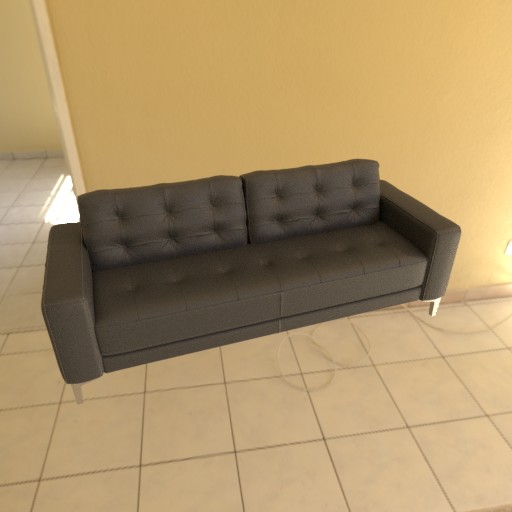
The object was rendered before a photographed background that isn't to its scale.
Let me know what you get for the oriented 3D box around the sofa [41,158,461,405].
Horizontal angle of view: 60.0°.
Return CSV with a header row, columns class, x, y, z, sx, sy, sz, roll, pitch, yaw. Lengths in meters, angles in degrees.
class,x,y,z,sx,sy,sz,roll,pitch,yaw
sofa,0.000,0.000,2.645,2.275,0.893,0.833,-10,32,-16
